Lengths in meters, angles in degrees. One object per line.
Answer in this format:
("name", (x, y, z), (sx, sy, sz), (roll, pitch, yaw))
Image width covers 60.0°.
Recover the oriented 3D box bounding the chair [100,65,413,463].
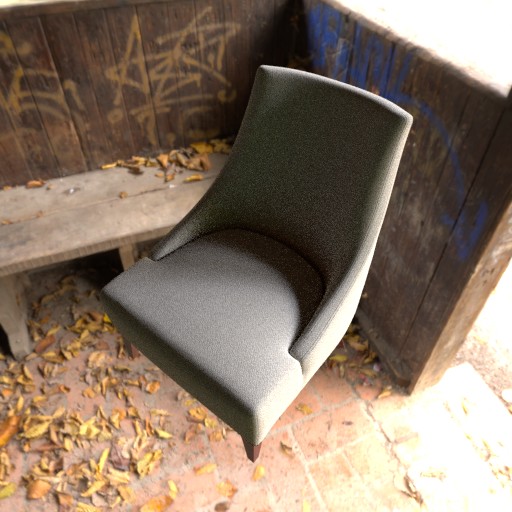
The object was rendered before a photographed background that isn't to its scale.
("chair", (0.000, 0.000, 1.477), (0.701, 0.909, 0.861), (30, 53, 27))
